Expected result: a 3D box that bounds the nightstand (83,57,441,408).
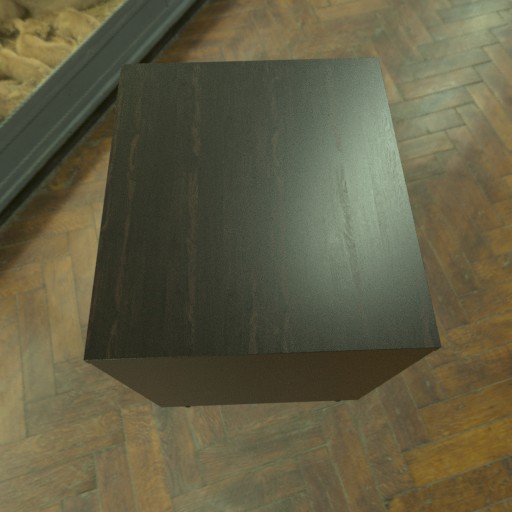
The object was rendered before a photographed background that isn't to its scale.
[{"bbox_3d":[0.000,0.000,0.851,0.427,0.487,0.489,-2,65,-1],"label":"nightstand"}]
